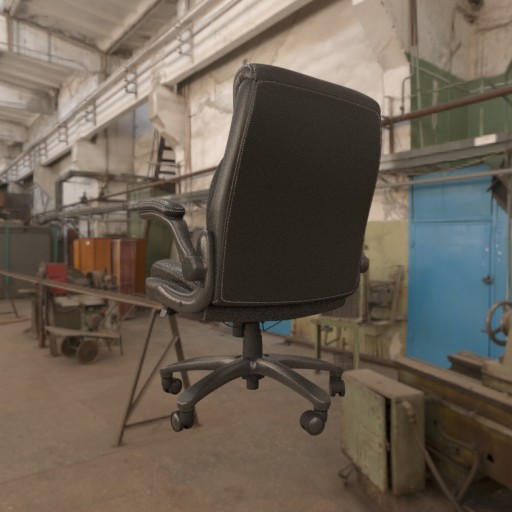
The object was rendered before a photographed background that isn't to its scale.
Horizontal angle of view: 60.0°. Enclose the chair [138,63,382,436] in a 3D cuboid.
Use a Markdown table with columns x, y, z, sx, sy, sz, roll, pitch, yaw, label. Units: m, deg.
| x | y | z | sx | sy | sz | roll | pitch | yaw | label |
| --- | --- | --- | --- | --- | --- | --- | --- | --- | --- |
| 0.000 | 0.000 | 1.628 | 0.782 | 1.110 | 0.724 | -1 | 1 | -36 | chair |
